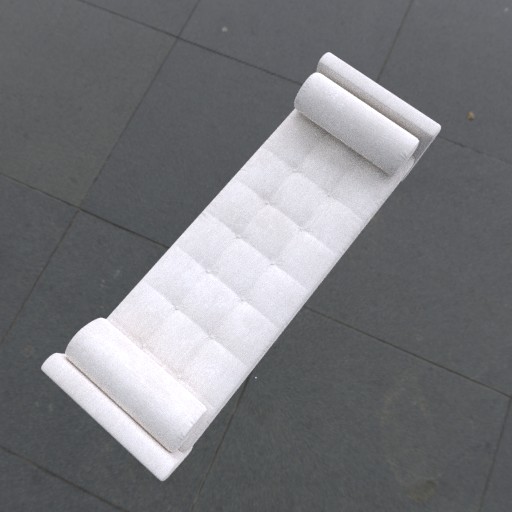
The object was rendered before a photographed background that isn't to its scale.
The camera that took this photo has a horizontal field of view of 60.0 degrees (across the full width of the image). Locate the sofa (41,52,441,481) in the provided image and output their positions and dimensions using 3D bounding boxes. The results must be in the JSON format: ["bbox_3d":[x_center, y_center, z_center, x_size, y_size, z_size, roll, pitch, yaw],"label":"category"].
[{"bbox_3d":[0.000,0.000,2.240,0.686,0.635,1.981,38,78,10],"label":"sofa"}]
